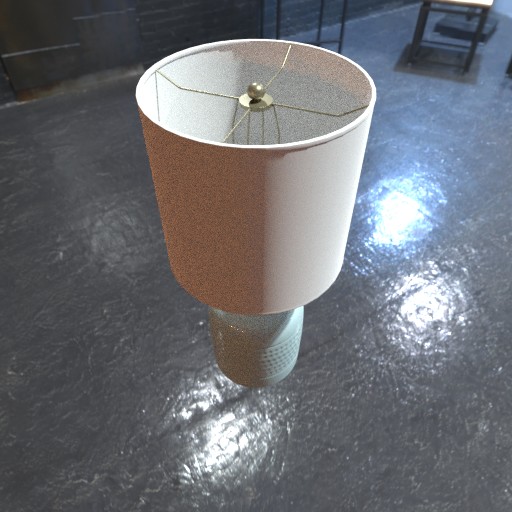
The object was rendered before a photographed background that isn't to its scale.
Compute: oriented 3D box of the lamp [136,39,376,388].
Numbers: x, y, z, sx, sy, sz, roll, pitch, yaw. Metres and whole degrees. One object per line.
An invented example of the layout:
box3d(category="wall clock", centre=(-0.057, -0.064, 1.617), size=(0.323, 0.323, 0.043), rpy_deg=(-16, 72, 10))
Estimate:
box3d(category="lamp", centre=(0.000, 0.000, 1.093), size=(0.418, 0.871, 0.418), rpy_deg=(-23, 50, -21))
